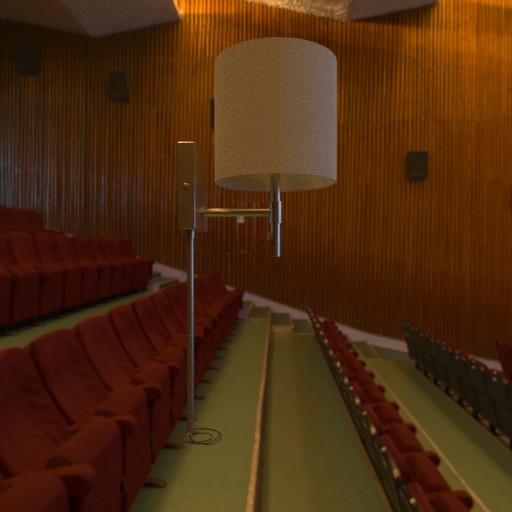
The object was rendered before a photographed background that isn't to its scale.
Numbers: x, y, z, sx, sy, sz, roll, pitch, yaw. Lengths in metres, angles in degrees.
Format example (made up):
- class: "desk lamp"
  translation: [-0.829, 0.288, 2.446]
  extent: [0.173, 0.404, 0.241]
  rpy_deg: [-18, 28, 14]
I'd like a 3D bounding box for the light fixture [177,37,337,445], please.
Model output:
- class: "light fixture"
  translation: [0.000, 0.000, 0.693]
  extent: [0.248, 0.589, 0.188]
  rpy_deg: [0, 1, 2]
